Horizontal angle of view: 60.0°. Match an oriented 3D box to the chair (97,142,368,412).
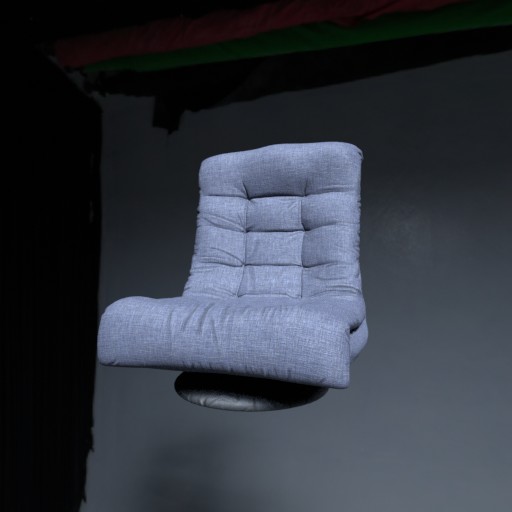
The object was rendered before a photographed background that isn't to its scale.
[{"bbox_3d":[0.000,0.000,1.245,0.597,0.749,0.668,0,0,19],"label":"chair"}]
